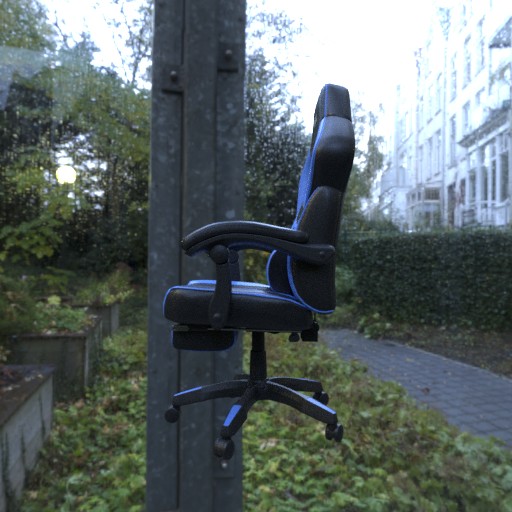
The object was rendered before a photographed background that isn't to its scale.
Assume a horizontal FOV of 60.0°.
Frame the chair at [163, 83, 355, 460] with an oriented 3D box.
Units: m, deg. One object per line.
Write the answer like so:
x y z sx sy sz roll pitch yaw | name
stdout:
0.000 0.000 1.717 0.700 1.280 0.700 0 -1 1 | chair
